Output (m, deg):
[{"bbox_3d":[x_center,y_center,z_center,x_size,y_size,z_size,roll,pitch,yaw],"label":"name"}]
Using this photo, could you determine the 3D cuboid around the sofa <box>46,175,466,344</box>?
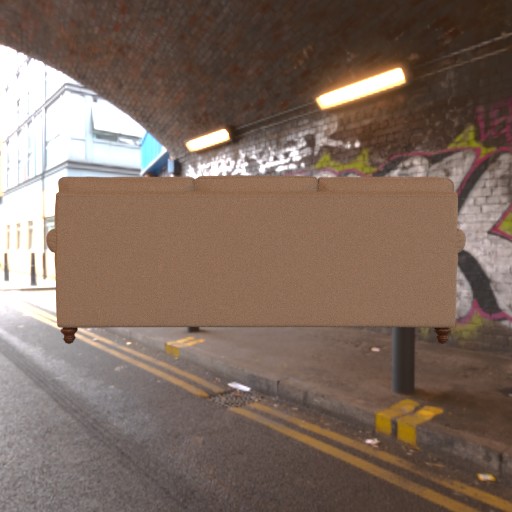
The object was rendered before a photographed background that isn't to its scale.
[{"bbox_3d":[0.000,0.000,2.833,2.354,0.948,0.966,0,1,0],"label":"sofa"}]
